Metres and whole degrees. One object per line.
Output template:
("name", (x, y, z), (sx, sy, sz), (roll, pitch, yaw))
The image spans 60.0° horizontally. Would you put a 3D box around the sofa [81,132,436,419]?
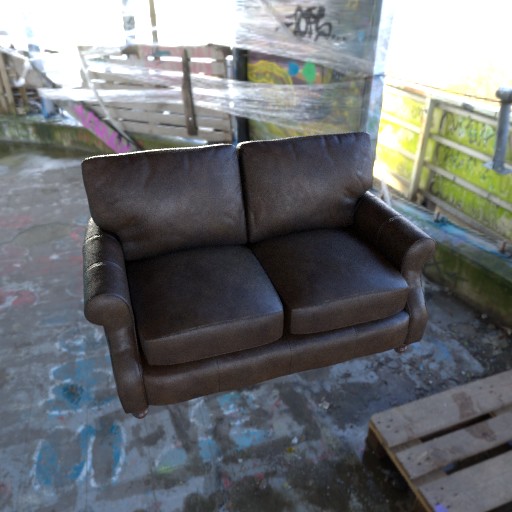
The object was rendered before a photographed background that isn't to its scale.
("sofa", (0.000, 0.000, 2.218), (1.616, 0.976, 0.990), (-10, 32, -15))
